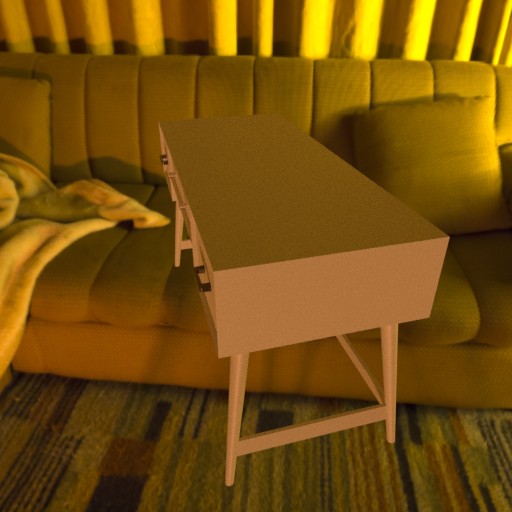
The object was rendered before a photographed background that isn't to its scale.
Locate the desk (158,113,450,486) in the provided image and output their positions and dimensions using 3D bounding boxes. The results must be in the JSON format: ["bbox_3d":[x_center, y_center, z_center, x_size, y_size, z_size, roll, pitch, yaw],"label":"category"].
[{"bbox_3d":[0.000,0.000,1.724,0.589,0.762,1.313,-8,32,-13],"label":"desk"}]
